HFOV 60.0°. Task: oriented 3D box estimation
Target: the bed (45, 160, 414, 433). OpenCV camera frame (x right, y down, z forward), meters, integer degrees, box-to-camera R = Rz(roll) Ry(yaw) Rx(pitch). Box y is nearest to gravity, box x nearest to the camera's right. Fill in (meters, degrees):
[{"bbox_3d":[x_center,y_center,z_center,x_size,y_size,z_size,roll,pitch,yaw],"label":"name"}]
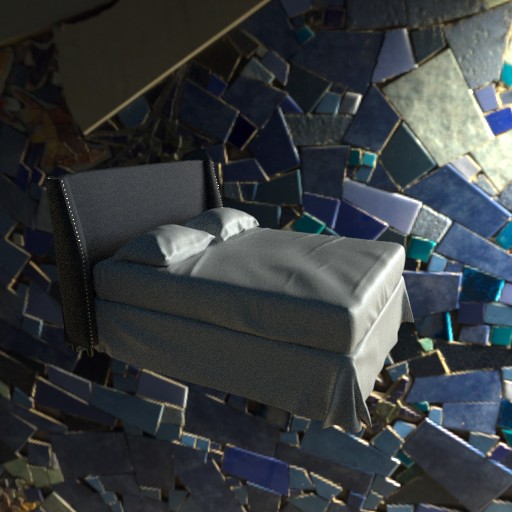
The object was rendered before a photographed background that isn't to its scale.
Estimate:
[{"bbox_3d":[0.000,0.000,3.483,2.276,1.332,1.925,8,18,26],"label":"bed"}]
